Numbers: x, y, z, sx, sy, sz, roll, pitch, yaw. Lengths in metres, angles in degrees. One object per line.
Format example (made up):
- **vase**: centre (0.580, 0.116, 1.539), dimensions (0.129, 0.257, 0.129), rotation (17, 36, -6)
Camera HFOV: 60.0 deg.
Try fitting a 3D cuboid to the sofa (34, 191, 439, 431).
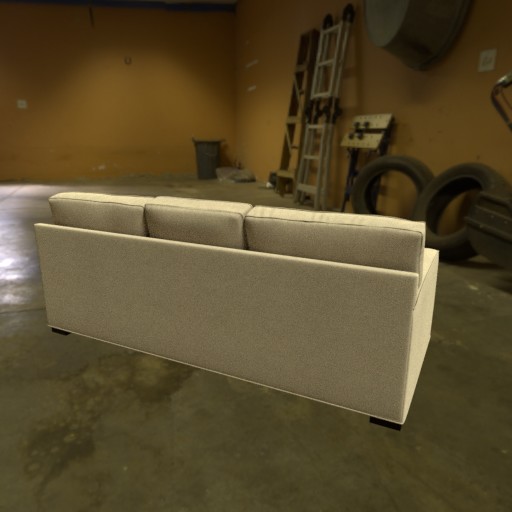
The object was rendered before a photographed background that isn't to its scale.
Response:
- **sofa**: centre (0.000, 0.000, 2.761), dimensions (2.087, 0.861, 1.496), rotation (8, 17, 26)
